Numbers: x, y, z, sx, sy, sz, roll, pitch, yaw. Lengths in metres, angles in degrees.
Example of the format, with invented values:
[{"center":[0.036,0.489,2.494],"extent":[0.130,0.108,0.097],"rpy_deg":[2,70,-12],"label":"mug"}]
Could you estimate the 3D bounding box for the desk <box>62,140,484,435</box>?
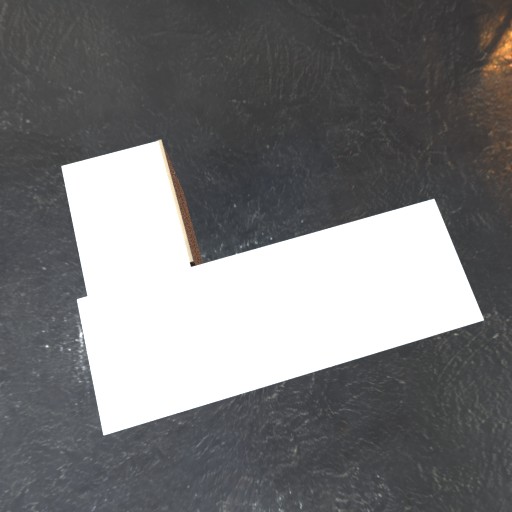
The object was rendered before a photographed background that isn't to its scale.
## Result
[{"center":[0.000,0.000,2.052],"extent":[1.404,0.755,1.098],"rpy_deg":[-16,77,-4],"label":"desk"}]
